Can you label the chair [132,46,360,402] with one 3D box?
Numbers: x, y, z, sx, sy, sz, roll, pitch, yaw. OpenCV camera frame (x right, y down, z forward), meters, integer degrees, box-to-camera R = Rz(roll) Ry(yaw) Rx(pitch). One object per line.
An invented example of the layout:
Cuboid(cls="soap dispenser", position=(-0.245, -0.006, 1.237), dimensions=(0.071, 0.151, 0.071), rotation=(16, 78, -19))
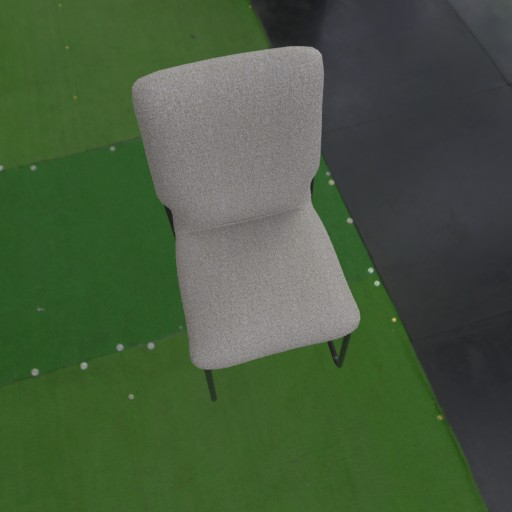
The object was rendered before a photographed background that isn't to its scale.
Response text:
Cuboid(cls="chair", position=(0.000, 0.000, 1.179), dimensions=(0.448, 0.864, 0.560), rotation=(-13, 65, -6))
